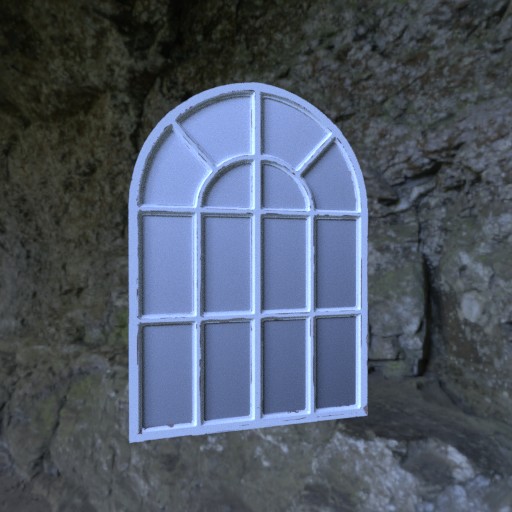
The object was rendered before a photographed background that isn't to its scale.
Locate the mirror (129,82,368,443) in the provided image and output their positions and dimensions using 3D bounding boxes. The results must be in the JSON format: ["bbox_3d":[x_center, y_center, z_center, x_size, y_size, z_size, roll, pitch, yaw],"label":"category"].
[{"bbox_3d":[0.000,0.000,1.196,0.660,0.920,0.032,0,1,-16],"label":"mirror"}]
